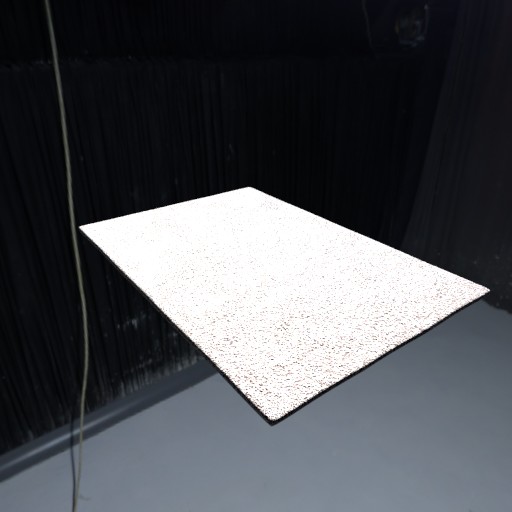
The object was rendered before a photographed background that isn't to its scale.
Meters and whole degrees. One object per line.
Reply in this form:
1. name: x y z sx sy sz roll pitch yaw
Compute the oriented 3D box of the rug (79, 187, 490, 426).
1. rug: 0.000 0.000 2.231 1.219 0.030 1.778 -19 32 -32
